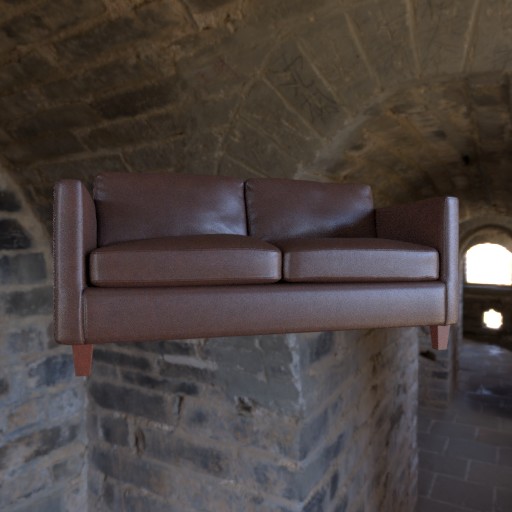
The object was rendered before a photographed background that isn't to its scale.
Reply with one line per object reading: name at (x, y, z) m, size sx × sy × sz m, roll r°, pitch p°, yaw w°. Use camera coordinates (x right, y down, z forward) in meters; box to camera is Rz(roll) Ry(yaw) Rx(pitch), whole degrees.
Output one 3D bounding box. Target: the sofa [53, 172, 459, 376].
sofa at (0.000, 0.000, 2.373) m, size 1.883 × 0.933 × 0.951 m, roll 0°, pitch 0°, yaw -16°
